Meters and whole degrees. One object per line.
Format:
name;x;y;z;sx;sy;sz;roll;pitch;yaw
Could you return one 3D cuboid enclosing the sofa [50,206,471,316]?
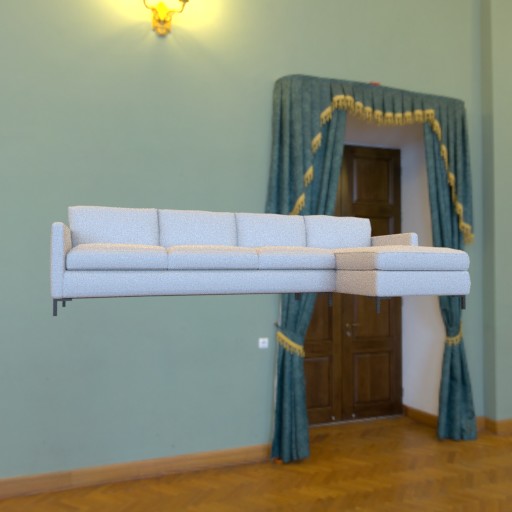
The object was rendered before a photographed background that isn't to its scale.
sofa;0.000;0.000;3.196;2.731;0.755;1.258;0;-1;-19
